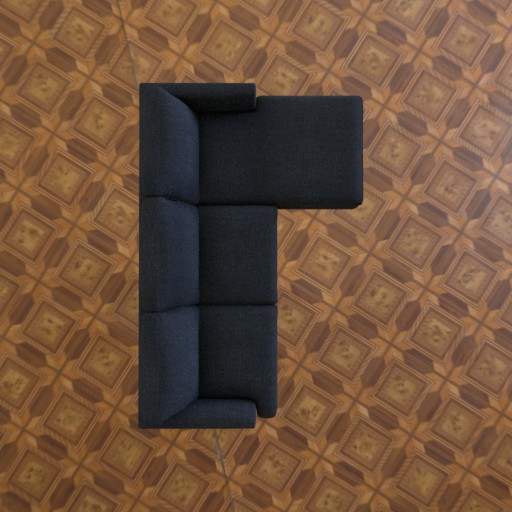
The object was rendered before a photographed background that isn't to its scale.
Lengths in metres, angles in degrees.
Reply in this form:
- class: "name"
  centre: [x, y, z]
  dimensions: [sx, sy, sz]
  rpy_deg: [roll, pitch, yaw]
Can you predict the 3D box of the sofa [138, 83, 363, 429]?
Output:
- class: "sofa"
  centre: [0.000, 0.000, 3.045]
  dimensions: [1.504, 0.956, 2.233]
  rpy_deg: [0, 89, 0]
